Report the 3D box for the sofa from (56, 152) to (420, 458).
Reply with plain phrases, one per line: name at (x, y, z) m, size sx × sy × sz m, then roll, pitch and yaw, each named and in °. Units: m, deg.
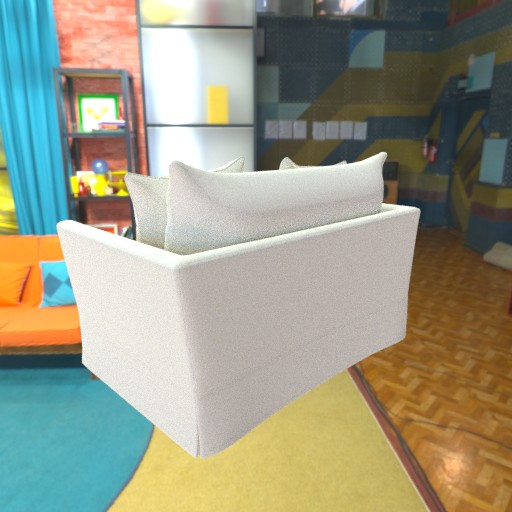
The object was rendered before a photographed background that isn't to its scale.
sofa at (0.000, 0.000, 2.277) m, size 1.608 × 1.039 × 1.026 m, roll -14°, pitch 21°, yaw -42°
